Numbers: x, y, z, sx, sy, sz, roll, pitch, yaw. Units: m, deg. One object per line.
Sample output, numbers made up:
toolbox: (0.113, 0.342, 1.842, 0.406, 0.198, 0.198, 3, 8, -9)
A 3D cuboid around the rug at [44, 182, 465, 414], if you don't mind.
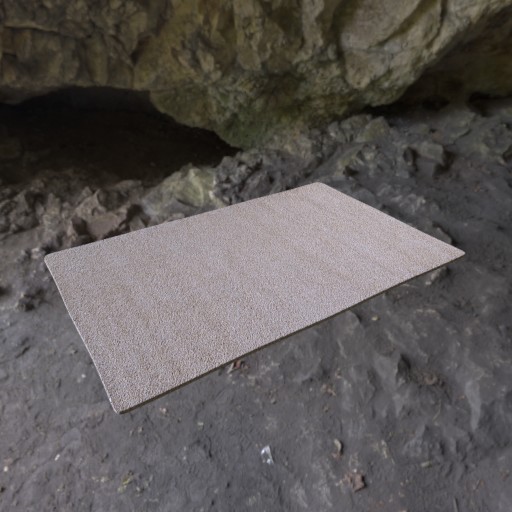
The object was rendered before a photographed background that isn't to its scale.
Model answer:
rug: (0.000, 0.000, 2.910, 2.349, 0.026, 1.500, -19, 36, -28)
